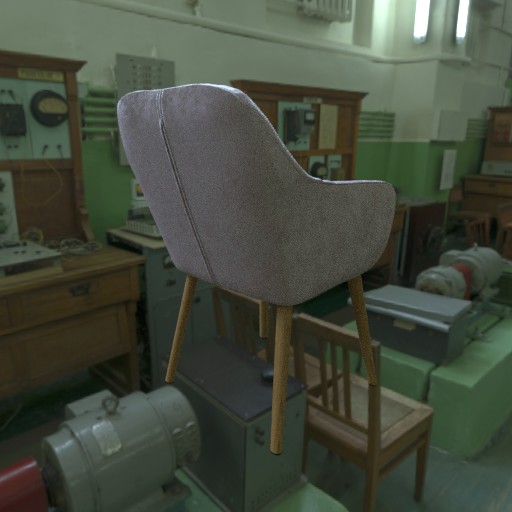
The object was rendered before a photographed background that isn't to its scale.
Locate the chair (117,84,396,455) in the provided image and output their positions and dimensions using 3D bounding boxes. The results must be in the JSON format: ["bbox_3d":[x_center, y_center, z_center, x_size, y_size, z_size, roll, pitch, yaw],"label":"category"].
[{"bbox_3d":[0.000,0.000,1.219,0.610,0.832,0.570,15,21,43],"label":"chair"}]
